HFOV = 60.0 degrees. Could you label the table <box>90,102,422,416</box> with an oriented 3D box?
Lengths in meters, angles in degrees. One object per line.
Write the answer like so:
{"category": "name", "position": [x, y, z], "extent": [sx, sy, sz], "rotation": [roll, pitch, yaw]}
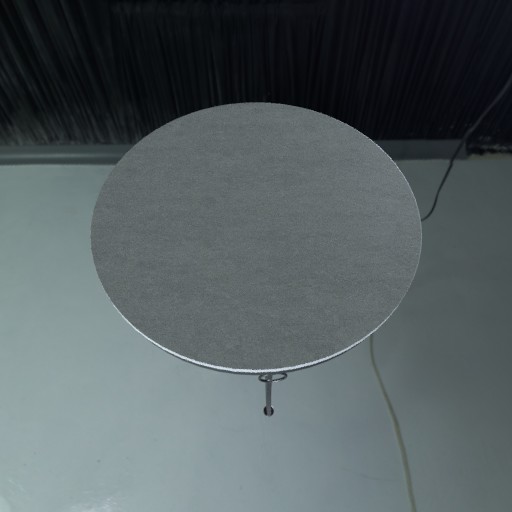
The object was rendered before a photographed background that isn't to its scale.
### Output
{"category": "table", "position": [0.000, 0.000, 1.410], "extent": [0.889, 0.470, 0.889], "rotation": [0, 58, 0]}
